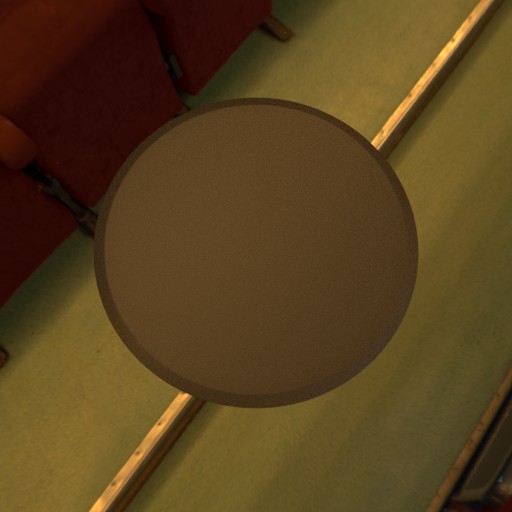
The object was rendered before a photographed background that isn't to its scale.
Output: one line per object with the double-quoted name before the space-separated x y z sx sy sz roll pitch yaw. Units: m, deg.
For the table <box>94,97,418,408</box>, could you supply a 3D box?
"table" 0.000 0.000 1.416 0.900 0.400 0.900 0 74 0
